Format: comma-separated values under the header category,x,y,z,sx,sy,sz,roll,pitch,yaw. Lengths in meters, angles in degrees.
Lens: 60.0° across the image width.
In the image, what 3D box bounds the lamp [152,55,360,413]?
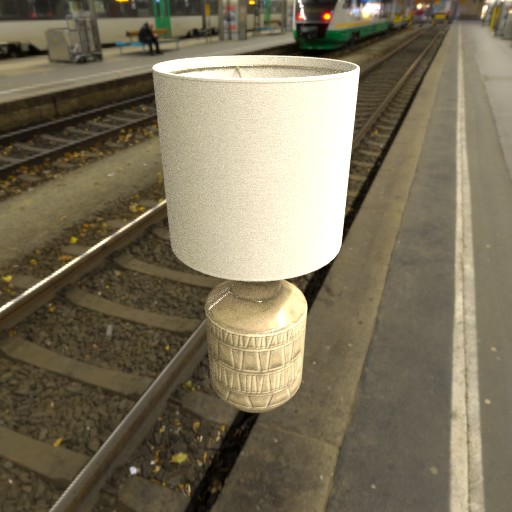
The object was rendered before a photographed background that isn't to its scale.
category,x,y,z,sx,sy,sz,roll,pitch,yaw
lamp,0.000,0.000,0.571,0.211,0.455,0.211,0,29,0
